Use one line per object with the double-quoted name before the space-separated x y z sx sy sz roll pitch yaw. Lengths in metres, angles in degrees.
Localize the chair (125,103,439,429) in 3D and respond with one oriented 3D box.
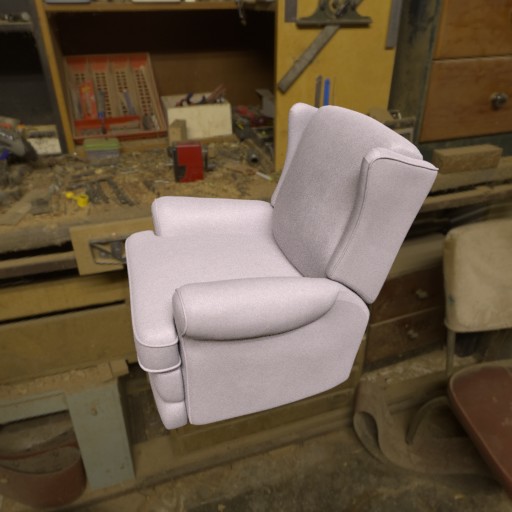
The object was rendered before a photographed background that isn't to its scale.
"chair" 0.000 0.000 1.710 0.969 1.011 0.847 -9 32 -14
